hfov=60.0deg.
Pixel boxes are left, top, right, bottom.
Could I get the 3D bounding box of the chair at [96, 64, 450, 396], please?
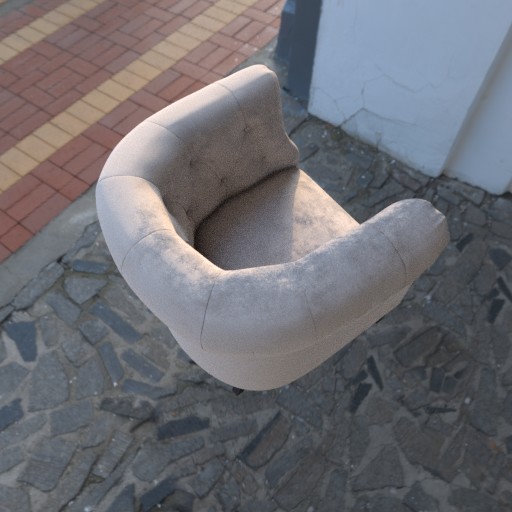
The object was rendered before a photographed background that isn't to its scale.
[{"bbox_3d":[0.000,0.000,1.536,0.851,0.826,0.904,-32,64,-18],"label":"chair"}]
